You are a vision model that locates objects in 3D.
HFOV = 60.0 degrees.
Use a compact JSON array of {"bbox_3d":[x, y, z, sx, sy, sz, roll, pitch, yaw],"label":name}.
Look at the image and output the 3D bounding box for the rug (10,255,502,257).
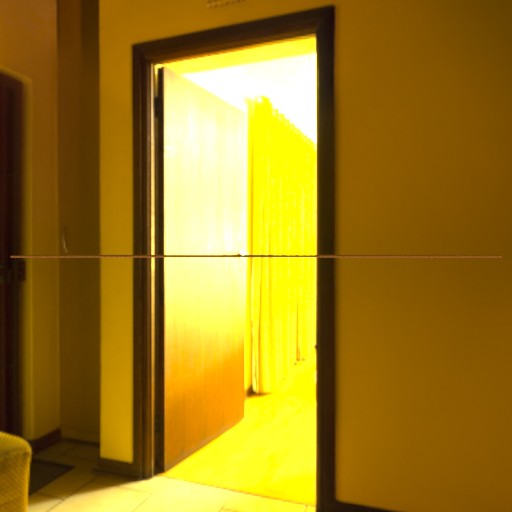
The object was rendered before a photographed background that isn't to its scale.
[{"bbox_3d":[0.000,0.000,2.564,2.435,0.009,0.750,0,0,0],"label":"rug"}]
